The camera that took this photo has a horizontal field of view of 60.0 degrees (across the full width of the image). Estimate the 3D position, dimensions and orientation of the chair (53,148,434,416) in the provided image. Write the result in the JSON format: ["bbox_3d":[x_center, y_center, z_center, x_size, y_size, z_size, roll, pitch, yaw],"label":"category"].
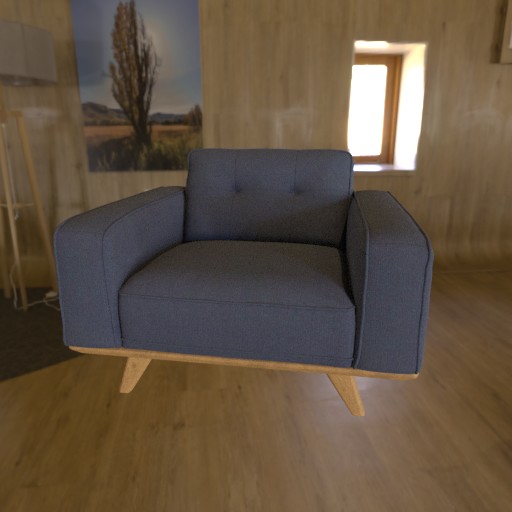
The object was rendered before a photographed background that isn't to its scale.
[{"bbox_3d":[0.000,0.000,1.716,1.118,0.783,0.953,3,16,9],"label":"chair"}]
